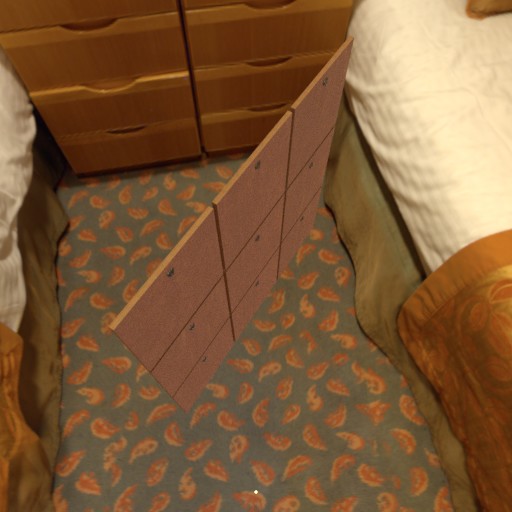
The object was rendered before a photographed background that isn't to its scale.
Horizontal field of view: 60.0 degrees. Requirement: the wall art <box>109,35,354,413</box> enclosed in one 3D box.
[{"bbox_3d":[0.000,0.000,1.342,0.018,0.913,0.915,29,66,15],"label":"wall art"}]
